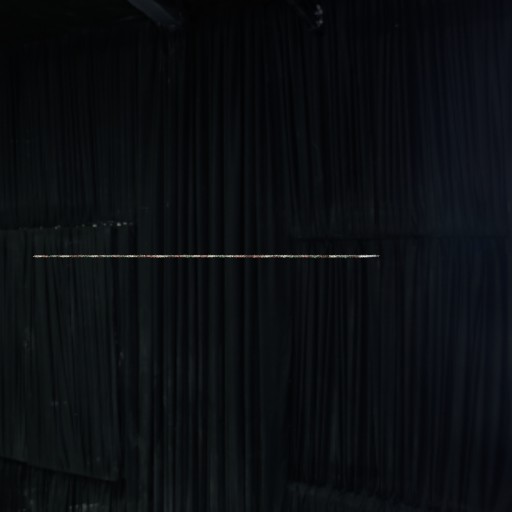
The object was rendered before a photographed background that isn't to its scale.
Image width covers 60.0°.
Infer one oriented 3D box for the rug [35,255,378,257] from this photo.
[{"bbox_3d":[0.000,0.000,2.347,1.219,0.008,1.829,0,0,17],"label":"rug"}]
